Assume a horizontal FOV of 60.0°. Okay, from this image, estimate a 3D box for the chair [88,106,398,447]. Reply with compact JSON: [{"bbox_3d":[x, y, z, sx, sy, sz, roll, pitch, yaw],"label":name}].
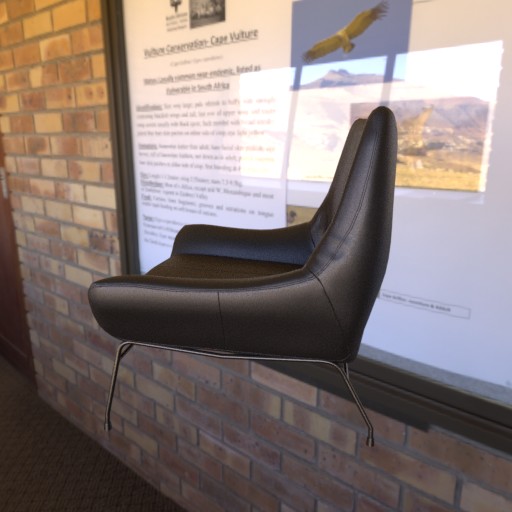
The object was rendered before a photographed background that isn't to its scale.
[{"bbox_3d":[0.000,0.000,1.511,0.826,0.922,0.836,2,15,8],"label":"chair"}]
